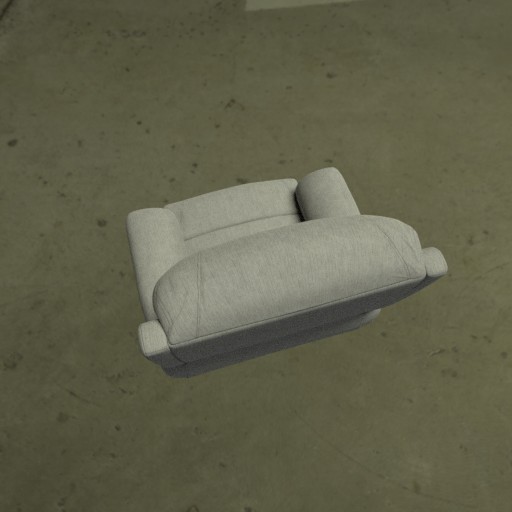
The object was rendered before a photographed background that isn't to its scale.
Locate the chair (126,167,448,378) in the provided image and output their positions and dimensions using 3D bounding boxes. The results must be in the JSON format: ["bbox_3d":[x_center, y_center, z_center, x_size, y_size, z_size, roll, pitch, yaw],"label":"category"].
[{"bbox_3d":[0.000,0.000,1.728,0.930,1.011,0.899,-14,58,-9],"label":"chair"}]
